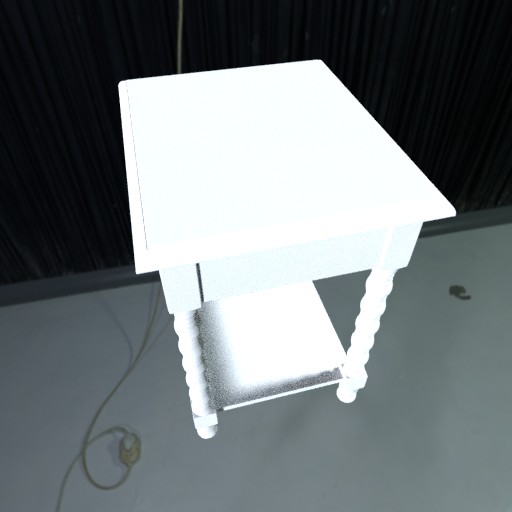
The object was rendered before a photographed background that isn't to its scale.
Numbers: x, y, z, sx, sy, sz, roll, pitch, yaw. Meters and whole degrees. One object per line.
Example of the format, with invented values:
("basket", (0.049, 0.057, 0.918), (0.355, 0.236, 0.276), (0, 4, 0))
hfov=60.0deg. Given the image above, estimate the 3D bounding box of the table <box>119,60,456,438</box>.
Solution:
("table", (0.000, 0.000, 0.835), (0.381, 0.531, 0.460), (-10, 46, -10))
